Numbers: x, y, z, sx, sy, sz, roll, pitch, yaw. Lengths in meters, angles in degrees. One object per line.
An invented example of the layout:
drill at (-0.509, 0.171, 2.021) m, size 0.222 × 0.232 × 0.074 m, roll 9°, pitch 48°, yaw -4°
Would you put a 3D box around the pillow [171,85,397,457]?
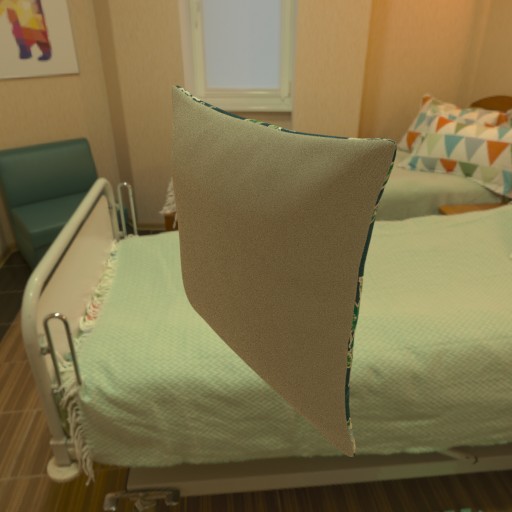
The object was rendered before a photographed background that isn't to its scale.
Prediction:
pillow at (0.000, 0.000, 0.775) m, size 0.166 × 0.508 × 0.525 m, roll -19°, pitch 34°, yaw -31°
